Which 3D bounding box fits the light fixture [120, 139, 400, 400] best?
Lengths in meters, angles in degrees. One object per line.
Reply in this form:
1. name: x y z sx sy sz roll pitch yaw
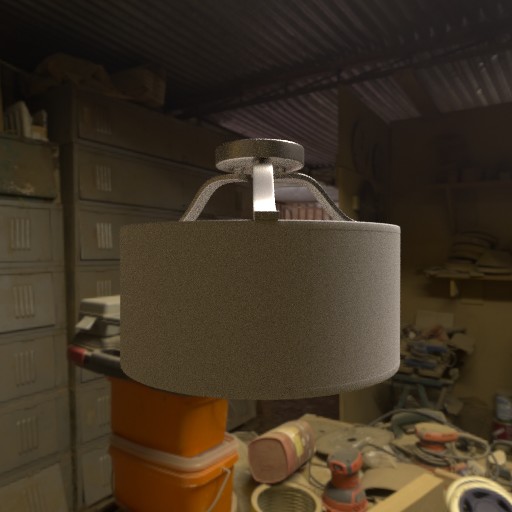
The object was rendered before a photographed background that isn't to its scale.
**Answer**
1. light fixture: 0.000 0.000 0.638 0.395 0.304 0.395 0 1 0
